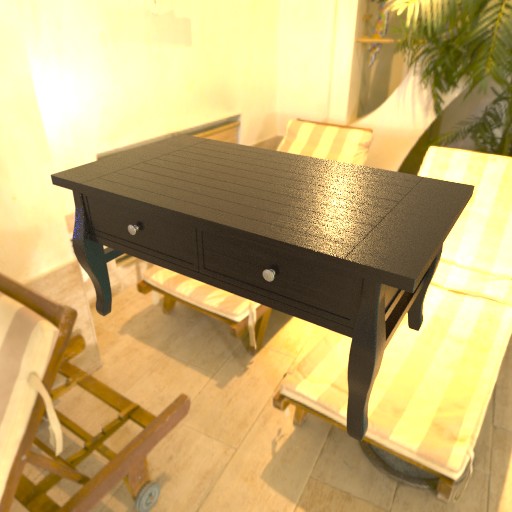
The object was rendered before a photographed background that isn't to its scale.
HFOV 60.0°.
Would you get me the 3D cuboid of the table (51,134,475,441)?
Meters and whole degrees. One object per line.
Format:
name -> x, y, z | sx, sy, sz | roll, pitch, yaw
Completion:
table -> 0.000, 0.000, 1.380 | 1.062, 0.494, 0.600 | 17, 33, 29
